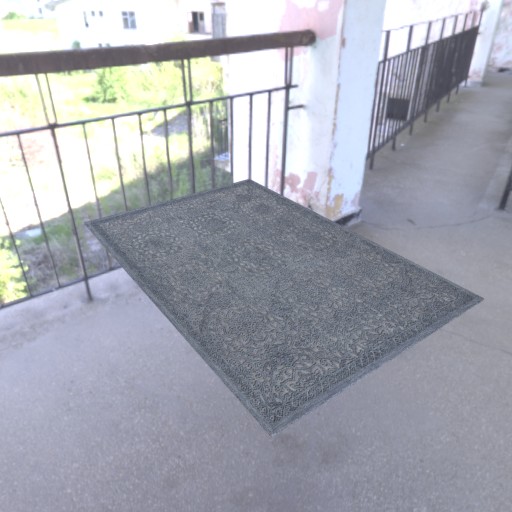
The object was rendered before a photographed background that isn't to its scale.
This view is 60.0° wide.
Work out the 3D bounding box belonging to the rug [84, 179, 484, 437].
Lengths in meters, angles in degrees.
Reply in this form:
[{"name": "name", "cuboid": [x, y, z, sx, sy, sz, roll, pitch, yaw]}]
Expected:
[{"name": "rug", "cuboid": [0.000, 0.000, 2.313, 1.208, 0.012, 1.819, -21, 37, -30]}]
